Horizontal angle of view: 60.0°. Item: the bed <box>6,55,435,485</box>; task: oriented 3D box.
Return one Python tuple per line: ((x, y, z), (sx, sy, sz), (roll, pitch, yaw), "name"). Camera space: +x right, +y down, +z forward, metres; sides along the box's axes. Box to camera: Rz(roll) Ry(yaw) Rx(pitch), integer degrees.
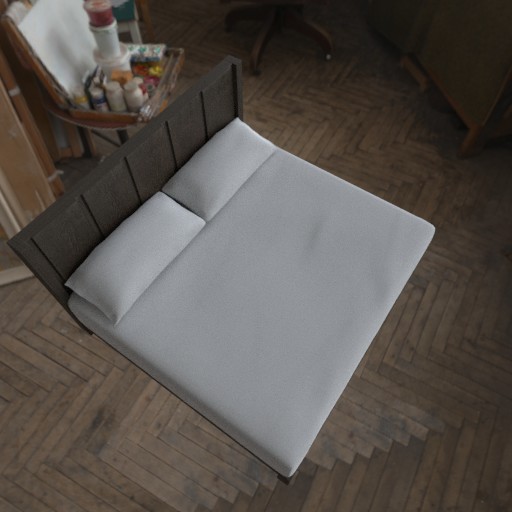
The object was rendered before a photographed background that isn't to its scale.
((0.000, 0.000, 3.239), (2.012, 1.270, 2.134), (31, 63, 17), "bed")
